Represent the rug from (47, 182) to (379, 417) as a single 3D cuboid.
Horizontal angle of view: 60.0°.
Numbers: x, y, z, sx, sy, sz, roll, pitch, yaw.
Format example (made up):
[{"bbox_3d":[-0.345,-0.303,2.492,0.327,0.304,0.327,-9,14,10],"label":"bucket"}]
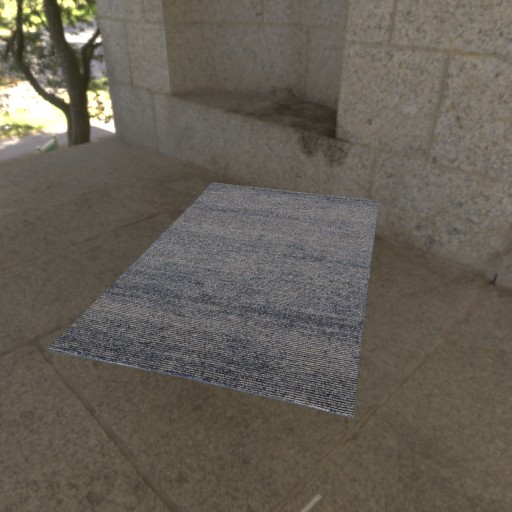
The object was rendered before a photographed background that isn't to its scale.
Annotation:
[{"bbox_3d":[0.000,0.000,2.236,1.135,0.010,1.740,8,32,14],"label":"rug"}]
